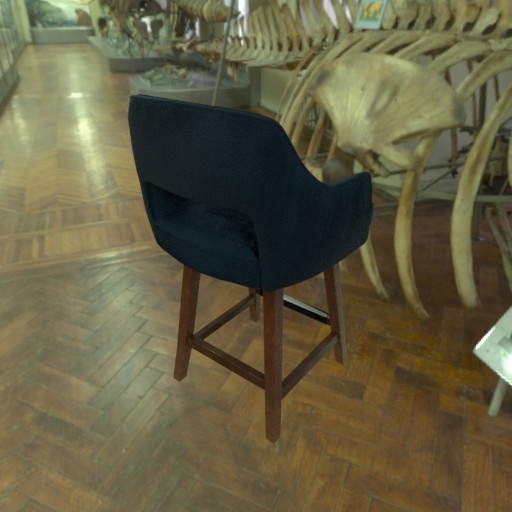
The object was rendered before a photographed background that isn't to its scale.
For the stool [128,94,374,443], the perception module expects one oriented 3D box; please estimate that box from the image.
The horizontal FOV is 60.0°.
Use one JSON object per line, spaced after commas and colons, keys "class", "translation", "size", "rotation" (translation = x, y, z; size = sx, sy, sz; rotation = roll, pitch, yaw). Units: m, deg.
{"class": "stool", "translation": [0.000, 0.000, 1.292], "size": [0.550, 0.940, 0.560], "rotation": [21, 35, 33]}
